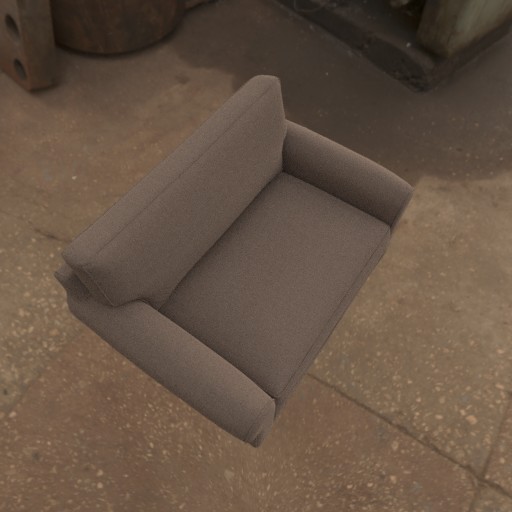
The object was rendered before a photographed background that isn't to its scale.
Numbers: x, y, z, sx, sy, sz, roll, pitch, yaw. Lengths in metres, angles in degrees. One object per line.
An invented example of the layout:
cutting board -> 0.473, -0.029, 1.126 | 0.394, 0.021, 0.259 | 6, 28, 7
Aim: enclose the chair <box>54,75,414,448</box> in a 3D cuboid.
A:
chair -> 0.000, 0.000, 2.006 | 0.930, 0.930, 1.390 | 31, 63, 17
